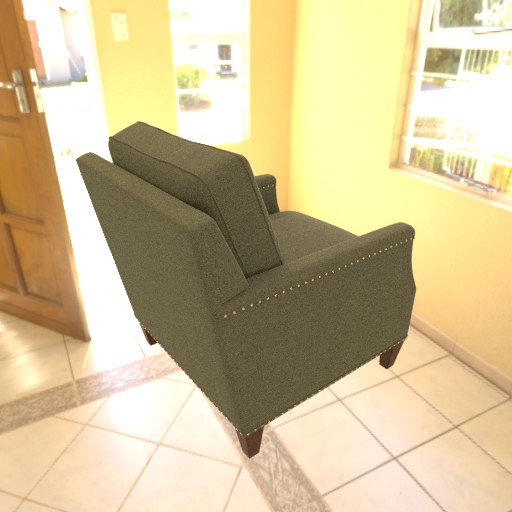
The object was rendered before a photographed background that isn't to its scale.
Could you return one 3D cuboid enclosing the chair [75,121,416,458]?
[{"bbox_3d":[0.000,0.000,1.776,1.031,1.031,0.885,-19,32,-33],"label":"chair"}]
